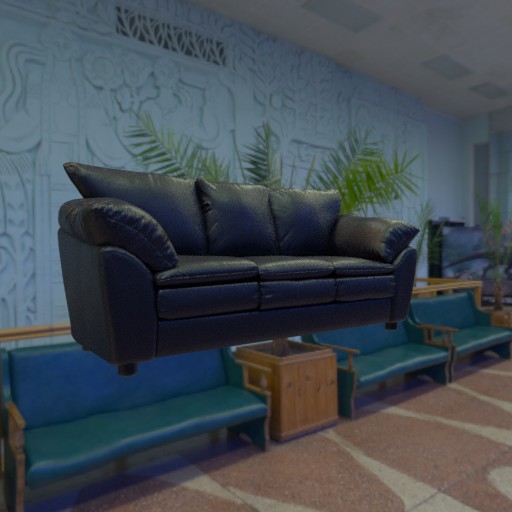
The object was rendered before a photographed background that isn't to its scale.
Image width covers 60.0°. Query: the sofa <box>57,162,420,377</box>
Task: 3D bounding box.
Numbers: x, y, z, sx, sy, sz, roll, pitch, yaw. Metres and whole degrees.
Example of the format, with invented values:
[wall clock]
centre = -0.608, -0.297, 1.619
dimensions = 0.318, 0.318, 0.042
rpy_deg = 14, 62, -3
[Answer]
[sofa]
centre = 0.000, 0.000, 2.861
dimensions = 2.336, 1.073, 0.880
rpy_deg = -1, 1, -36
